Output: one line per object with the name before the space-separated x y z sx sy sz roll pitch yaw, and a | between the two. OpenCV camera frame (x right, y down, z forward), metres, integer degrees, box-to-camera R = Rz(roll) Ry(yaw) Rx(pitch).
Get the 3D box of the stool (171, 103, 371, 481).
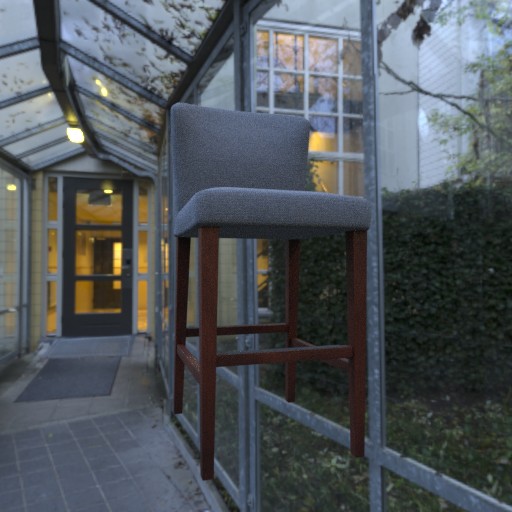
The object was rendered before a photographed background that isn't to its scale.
stool | 0.000 0.000 1.360 0.486 1.069 0.568 0 -1 -18
